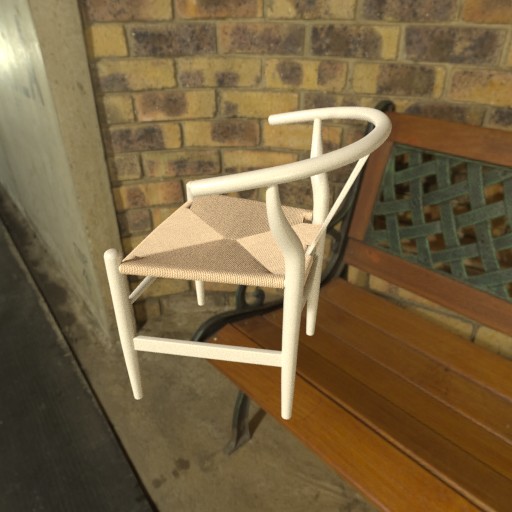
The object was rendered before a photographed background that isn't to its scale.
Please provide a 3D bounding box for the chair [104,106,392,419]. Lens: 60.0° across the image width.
[{"bbox_3d":[0.000,0.000,1.154,0.579,0.730,0.569,8,31,14],"label":"chair"}]
